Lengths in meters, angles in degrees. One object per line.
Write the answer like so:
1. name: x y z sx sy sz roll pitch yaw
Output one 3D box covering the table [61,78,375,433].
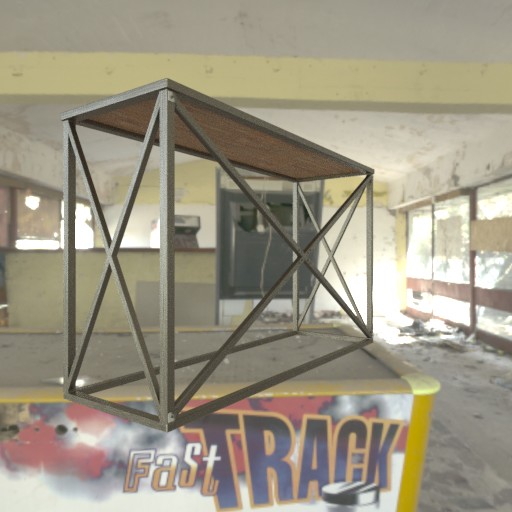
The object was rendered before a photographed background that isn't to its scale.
1. table: 0.000 0.000 1.547 0.402 0.753 1.216 0 0 35
